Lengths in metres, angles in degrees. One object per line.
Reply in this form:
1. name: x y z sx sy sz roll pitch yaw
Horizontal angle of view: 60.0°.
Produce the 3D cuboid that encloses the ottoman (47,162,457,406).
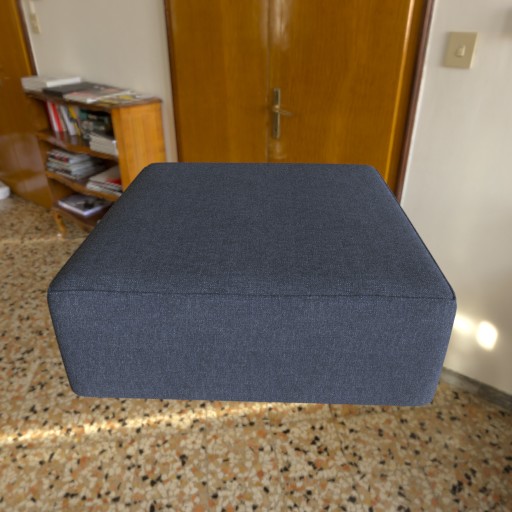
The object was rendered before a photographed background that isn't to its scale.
1. ottoman: 0.000 0.000 1.535 1.000 0.439 1.000 1 29 2
